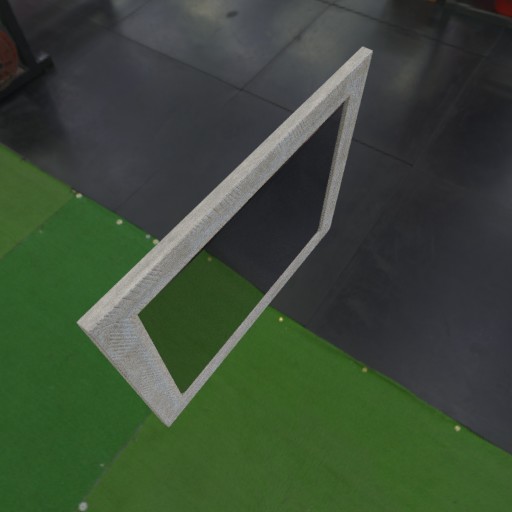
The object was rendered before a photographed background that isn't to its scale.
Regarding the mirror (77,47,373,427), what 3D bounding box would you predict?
[{"bbox_3d":[0.000,0.000,1.110,0.028,0.689,0.839,32,64,18],"label":"mirror"}]
